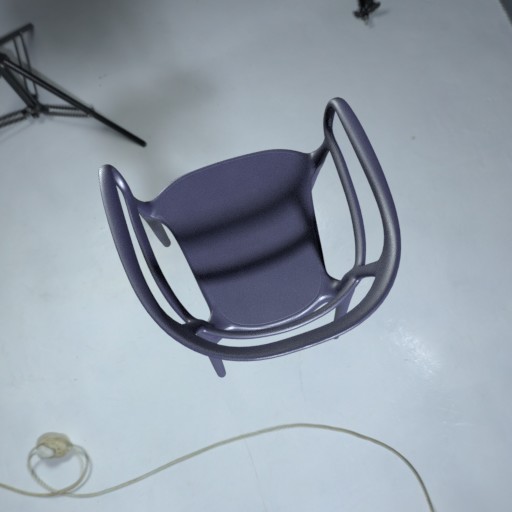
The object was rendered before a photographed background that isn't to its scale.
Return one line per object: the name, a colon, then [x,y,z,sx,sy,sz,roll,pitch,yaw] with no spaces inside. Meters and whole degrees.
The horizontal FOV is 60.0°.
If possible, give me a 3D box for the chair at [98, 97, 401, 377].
chair: [0.000,0.000,1.128,0.559,0.761,0.527,-18,76,-5]
